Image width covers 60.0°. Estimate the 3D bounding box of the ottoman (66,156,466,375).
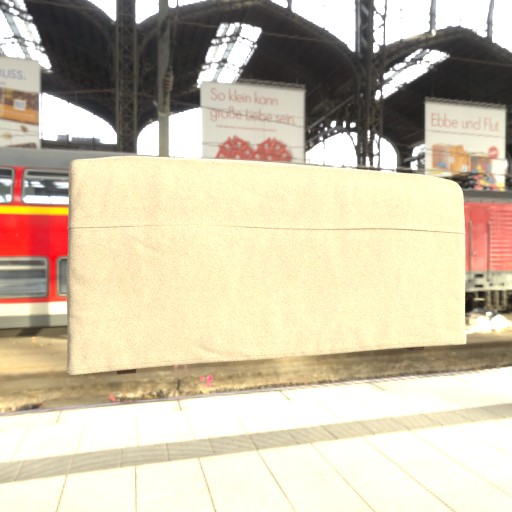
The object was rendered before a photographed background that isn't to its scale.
[{"bbox_3d":[0.000,0.000,1.156,0.872,0.444,0.590,0,1,-17],"label":"ottoman"}]
